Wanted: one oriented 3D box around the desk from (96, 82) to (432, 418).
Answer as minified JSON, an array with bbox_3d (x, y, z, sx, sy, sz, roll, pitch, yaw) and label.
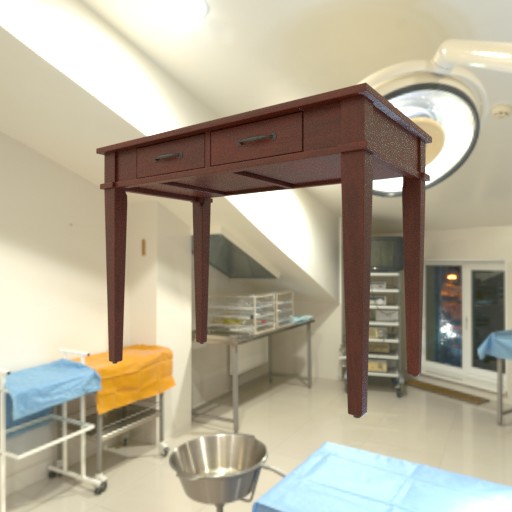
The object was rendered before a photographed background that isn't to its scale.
[{"bbox_3d":[0.000,0.000,1.494,1.001,0.762,0.549,0,0,36],"label":"desk"}]
